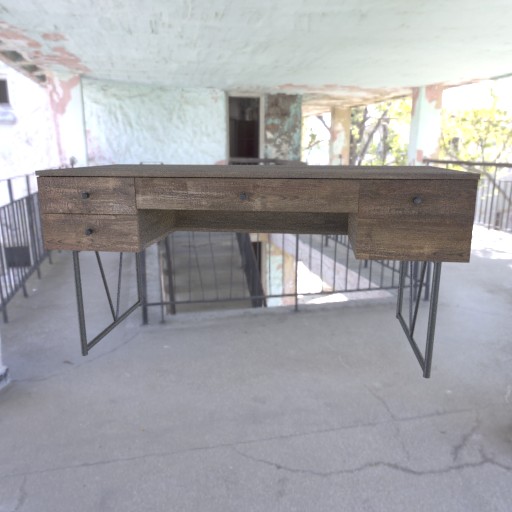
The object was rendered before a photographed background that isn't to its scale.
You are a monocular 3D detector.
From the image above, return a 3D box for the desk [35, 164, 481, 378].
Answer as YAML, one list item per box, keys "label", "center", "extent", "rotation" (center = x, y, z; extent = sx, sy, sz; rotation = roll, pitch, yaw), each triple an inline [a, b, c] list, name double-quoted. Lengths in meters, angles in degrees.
- label: "desk"
  center: [0.000, 0.000, 2.002]
  extent: [1.600, 0.780, 0.730]
  rotation: [2, 14, 7]
